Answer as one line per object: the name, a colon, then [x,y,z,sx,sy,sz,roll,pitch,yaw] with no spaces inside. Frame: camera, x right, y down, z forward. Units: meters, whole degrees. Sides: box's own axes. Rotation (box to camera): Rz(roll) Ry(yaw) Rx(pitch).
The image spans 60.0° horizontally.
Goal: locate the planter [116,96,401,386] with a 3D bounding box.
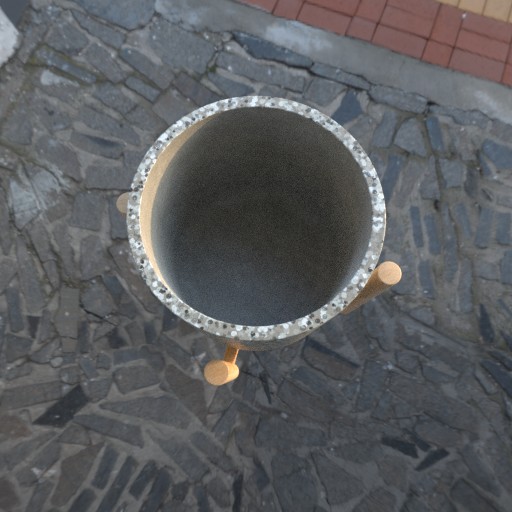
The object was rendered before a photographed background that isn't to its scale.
planter: [0.000,0.000,0.535,0.284,0.320,0.284,37,79,9]
